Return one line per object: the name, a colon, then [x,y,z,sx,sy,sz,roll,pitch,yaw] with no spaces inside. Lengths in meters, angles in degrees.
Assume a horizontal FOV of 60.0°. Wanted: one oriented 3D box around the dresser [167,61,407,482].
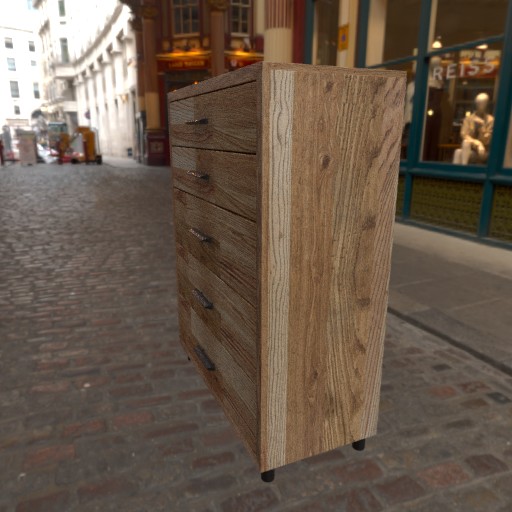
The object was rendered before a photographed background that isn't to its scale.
dresser: [0.000,0.000,1.715,0.480,1.243,0.966,-7,17,-23]
